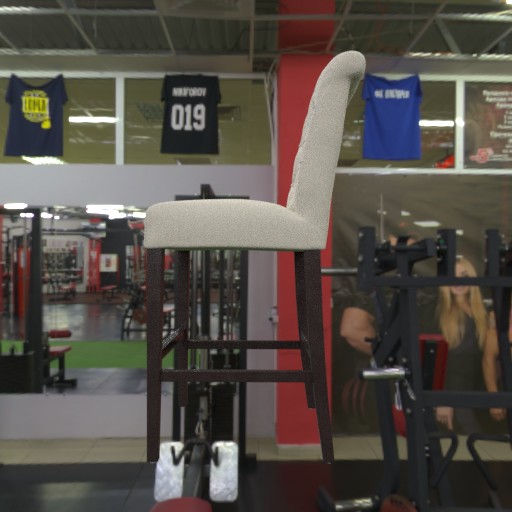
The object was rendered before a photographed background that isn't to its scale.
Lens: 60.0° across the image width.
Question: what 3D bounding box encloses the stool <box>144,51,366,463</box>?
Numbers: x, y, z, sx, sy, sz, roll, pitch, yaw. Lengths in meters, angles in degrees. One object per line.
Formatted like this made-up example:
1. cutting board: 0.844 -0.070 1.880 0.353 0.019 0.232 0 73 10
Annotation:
1. stool: 0.000 0.000 1.417 0.610 1.118 0.482 0 0 1
